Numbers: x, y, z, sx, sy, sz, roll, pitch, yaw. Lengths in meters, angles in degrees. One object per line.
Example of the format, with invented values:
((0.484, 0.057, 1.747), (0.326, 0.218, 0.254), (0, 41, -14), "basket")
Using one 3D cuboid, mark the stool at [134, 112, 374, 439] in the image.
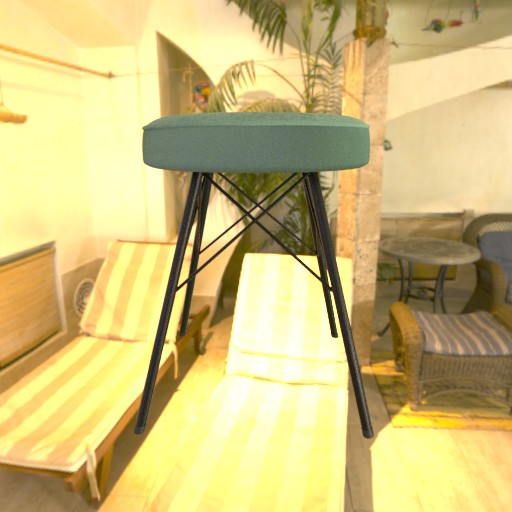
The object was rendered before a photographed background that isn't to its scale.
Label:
((0.000, 0.000, 0.869), (0.457, 0.519, 0.458), (3, 15, 10), "stool")
